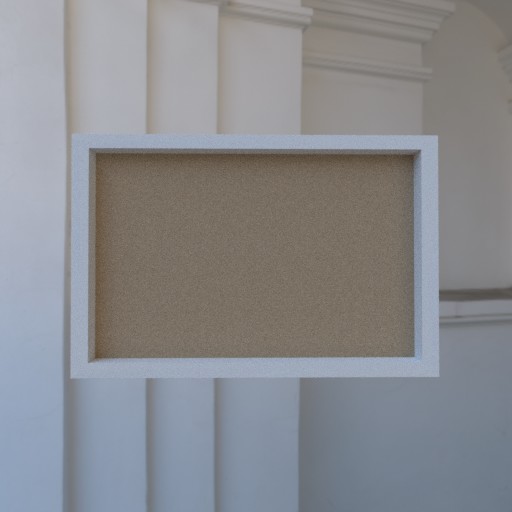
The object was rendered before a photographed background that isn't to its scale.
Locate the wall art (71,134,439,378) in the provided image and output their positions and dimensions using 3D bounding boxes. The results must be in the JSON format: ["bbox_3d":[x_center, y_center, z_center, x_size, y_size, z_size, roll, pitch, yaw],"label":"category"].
[{"bbox_3d":[0.000,0.000,0.480,0.384,0.254,0.039,0,-1,-1],"label":"wall art"}]
